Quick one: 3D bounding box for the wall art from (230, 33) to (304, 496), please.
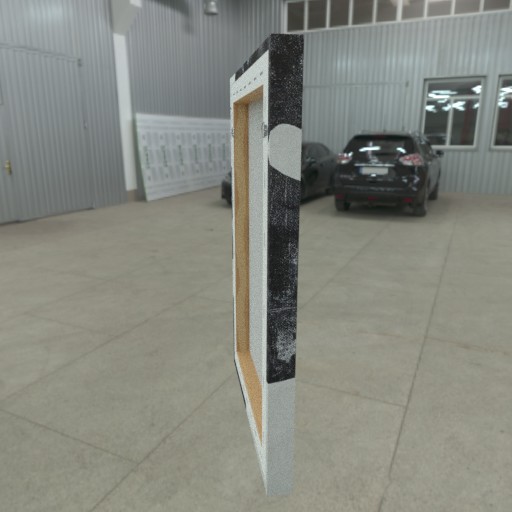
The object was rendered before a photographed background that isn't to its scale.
[{"bbox_3d":[0.000,0.000,0.756,0.039,0.610,0.407,-3,15,-9],"label":"wall art"}]
